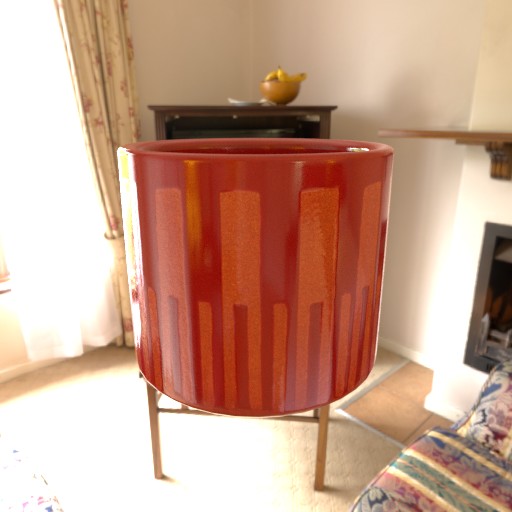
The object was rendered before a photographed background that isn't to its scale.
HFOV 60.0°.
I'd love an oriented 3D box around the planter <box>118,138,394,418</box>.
[{"bbox_3d":[0.000,0.000,0.412,0.230,0.202,0.230,0,17,0],"label":"planter"}]
